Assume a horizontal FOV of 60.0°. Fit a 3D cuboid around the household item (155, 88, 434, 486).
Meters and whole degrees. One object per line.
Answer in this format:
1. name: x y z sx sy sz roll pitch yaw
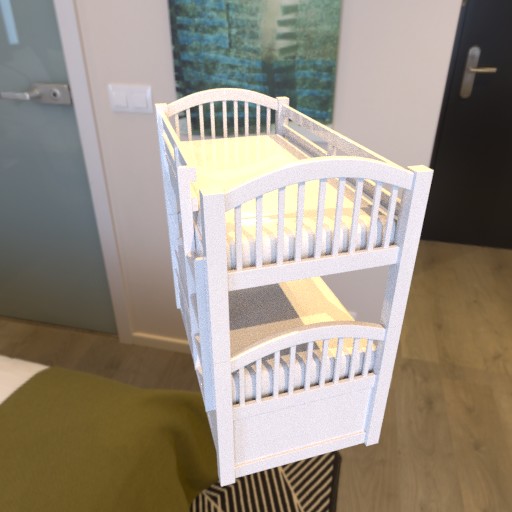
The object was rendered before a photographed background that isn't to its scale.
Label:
1. household item: 0.000 0.000 3.243 1.143 2.032 2.032 -8 30 -15
